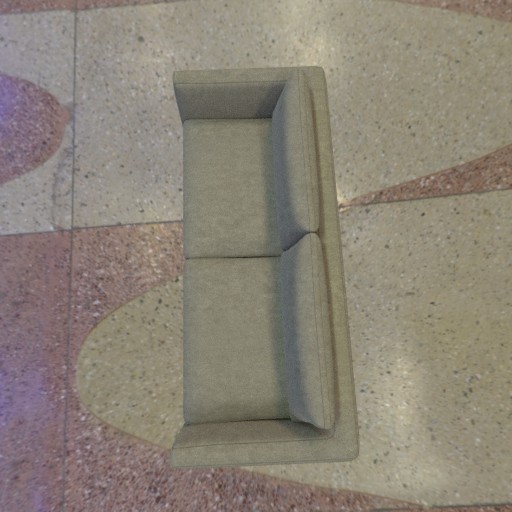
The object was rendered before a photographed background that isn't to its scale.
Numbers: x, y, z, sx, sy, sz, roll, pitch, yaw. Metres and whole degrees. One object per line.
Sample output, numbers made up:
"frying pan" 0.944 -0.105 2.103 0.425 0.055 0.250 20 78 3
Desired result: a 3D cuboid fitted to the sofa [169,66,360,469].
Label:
"sofa" 0.000 0.000 2.534 0.889 0.864 2.121 -2 76 -1
